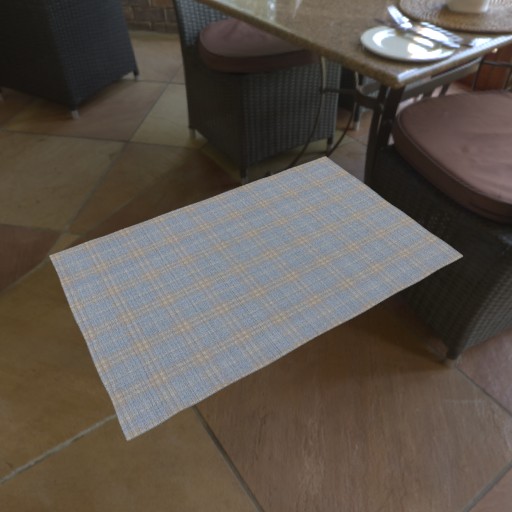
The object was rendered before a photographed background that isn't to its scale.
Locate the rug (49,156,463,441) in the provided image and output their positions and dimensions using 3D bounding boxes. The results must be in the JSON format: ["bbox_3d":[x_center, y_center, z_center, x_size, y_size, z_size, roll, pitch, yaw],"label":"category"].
[{"bbox_3d":[0.000,0.000,3.095,2.460,0.016,1.545,-24,49,-22],"label":"rug"}]
